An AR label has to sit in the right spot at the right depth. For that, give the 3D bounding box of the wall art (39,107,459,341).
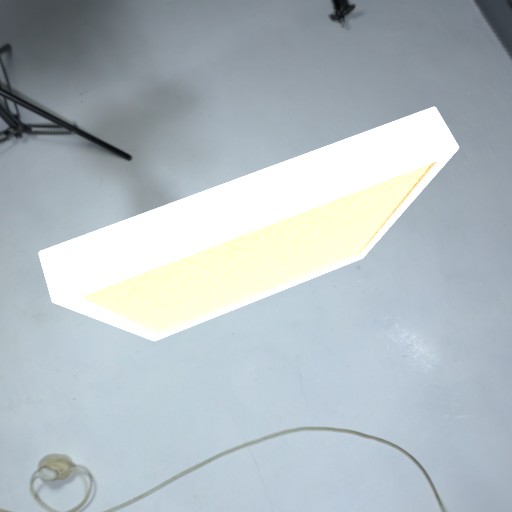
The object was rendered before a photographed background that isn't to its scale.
[{"bbox_3d":[0.000,0.000,0.458,0.305,0.305,0.038,-21,75,-6],"label":"wall art"}]
